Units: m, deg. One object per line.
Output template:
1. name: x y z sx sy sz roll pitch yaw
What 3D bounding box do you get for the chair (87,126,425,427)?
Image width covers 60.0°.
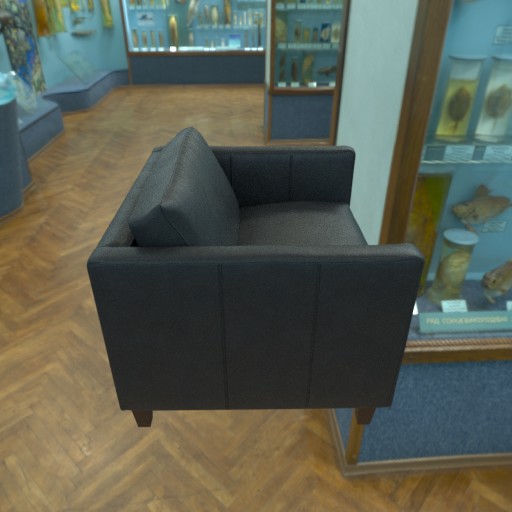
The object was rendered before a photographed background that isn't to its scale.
1. chair: 0.000 0.000 1.621 0.862 0.811 0.939 0 31 -1
